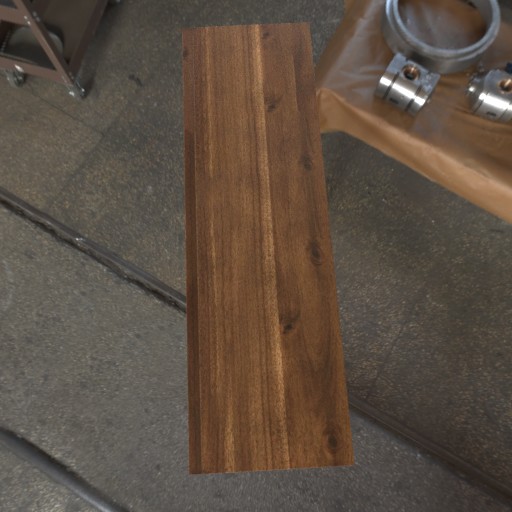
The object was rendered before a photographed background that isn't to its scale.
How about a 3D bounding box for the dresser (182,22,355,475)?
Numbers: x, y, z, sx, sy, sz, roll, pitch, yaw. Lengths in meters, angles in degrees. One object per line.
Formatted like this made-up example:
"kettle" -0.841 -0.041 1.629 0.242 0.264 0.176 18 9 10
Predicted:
"dresser" 0.000 0.000 1.758 0.438 0.892 1.387 -3 75 -1
